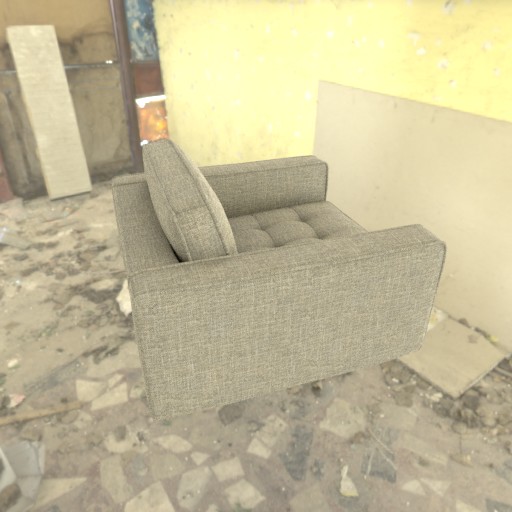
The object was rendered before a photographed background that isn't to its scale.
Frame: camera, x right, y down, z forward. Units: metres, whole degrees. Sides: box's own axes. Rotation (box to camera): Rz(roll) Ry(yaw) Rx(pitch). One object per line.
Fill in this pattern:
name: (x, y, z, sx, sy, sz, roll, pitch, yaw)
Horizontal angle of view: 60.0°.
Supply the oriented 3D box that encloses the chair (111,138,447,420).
chair: (0.000, 0.000, 1.603, 0.914, 0.765, 0.889, -10, 31, -16)
